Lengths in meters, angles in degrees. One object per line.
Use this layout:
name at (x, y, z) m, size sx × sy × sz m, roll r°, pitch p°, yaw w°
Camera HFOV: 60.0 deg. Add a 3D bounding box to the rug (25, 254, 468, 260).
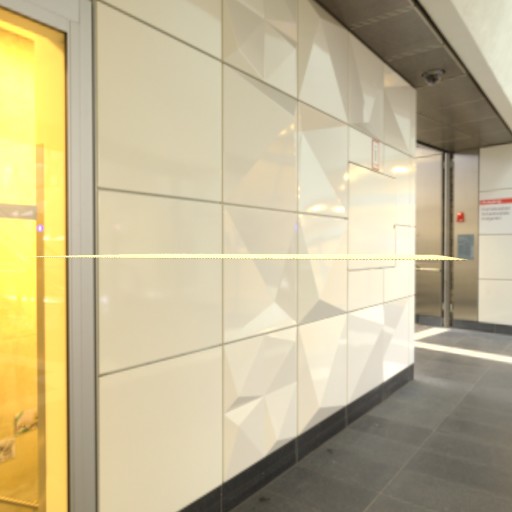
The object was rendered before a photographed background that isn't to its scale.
rug at (0.000, 0.000, 2.286) m, size 1.835 × 0.003 × 1.206 m, roll 0°, pitch 1°, yaw 18°
